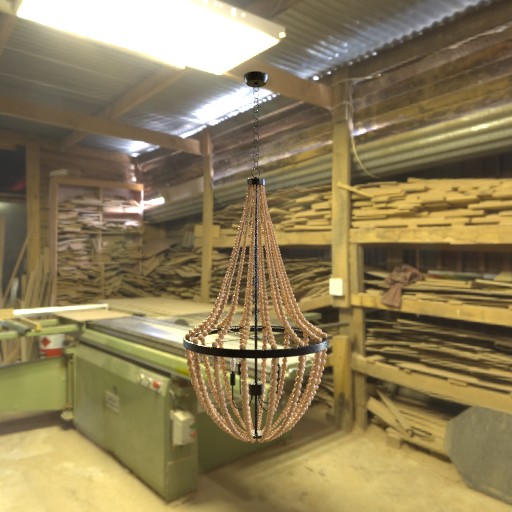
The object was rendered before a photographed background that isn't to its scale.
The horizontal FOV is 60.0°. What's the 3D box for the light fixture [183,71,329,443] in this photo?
[{"bbox_3d":[0.000,0.000,1.391,0.450,1.133,0.450,0,-1,0],"label":"light fixture"}]
